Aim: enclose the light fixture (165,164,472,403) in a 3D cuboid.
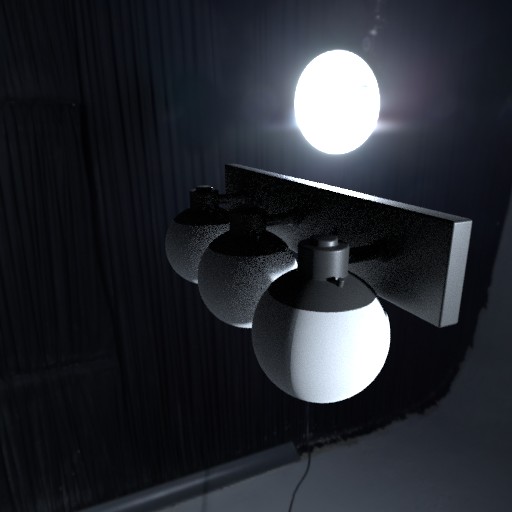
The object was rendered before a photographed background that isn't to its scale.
[{"bbox_3d":[0.000,0.000,0.817,0.218,0.263,0.721,-8,19,-24],"label":"light fixture"}]
